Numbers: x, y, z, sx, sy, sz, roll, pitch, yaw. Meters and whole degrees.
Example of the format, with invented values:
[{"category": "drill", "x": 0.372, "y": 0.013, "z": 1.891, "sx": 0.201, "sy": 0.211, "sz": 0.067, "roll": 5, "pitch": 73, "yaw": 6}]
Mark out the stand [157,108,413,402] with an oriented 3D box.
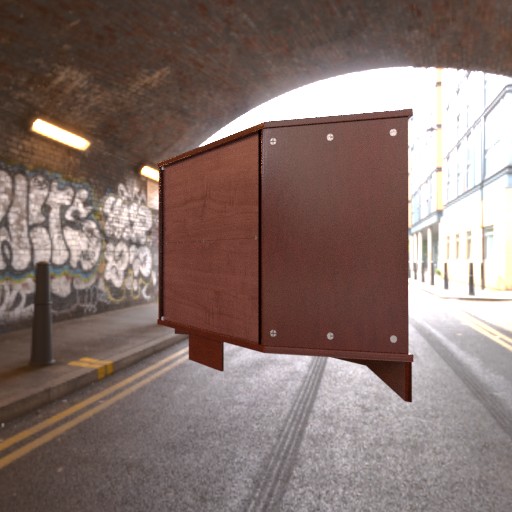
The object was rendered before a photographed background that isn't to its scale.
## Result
[{"category": "stand", "x": 0.000, "y": 0.000, "z": 1.347, "sx": 0.381, "sy": 0.614, "sz": 1.072, "roll": 0, "pitch": 0, "yaw": -37}]
